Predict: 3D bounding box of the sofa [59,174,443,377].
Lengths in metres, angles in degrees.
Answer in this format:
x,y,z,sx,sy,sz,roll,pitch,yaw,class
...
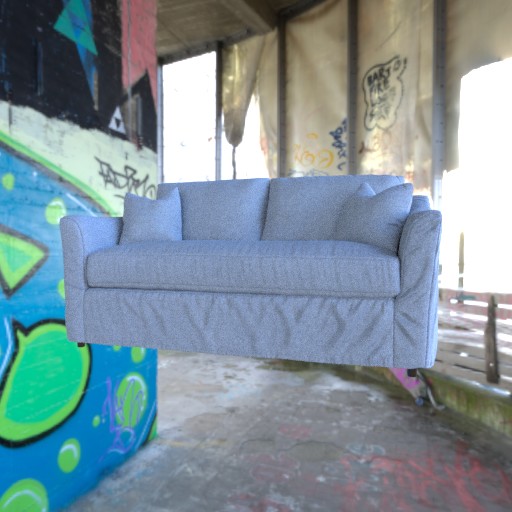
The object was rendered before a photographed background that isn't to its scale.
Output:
x,y,z,sx,sy,sz,roll,pitch,yaw,class
0.000,0.000,2.652,2.010,1.018,1.072,1,2,18,sofa
